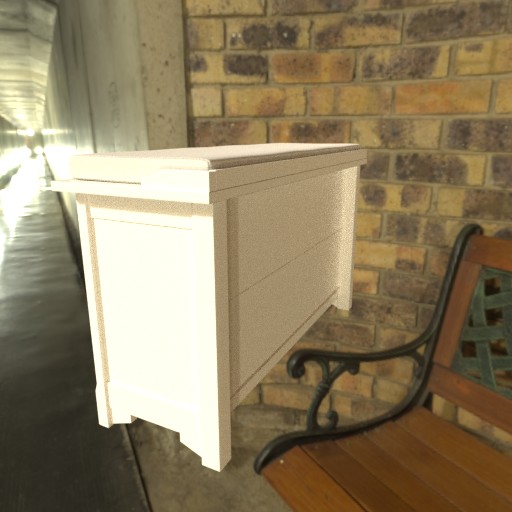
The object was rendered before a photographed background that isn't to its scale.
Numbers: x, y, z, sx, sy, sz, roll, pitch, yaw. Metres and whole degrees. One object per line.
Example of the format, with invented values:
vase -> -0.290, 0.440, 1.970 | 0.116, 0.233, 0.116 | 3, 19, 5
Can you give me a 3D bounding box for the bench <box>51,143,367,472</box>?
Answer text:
bench -> 0.000, 0.000, 1.232 | 0.346, 0.589, 0.987 | 8, 18, 26
